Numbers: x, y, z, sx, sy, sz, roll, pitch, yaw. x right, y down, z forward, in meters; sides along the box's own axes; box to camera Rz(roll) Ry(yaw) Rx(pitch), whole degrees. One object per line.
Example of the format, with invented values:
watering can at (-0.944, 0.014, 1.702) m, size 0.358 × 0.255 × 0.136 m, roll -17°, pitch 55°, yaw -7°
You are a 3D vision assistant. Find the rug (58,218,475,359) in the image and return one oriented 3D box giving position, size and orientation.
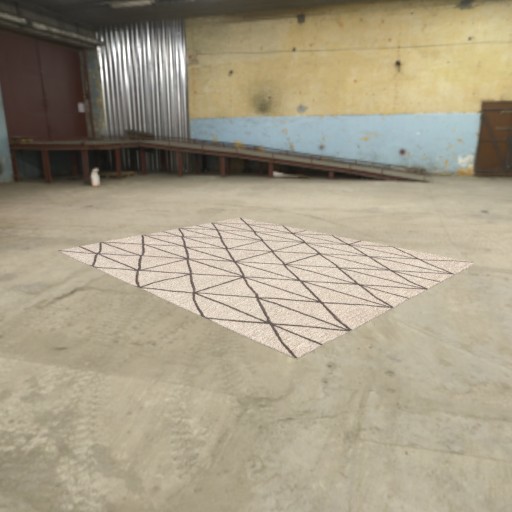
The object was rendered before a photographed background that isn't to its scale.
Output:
rug at (0.000, 0.000, 4.113) m, size 2.468 × 0.022 × 3.061 m, roll -15°, pitch 21°, yaw -43°
